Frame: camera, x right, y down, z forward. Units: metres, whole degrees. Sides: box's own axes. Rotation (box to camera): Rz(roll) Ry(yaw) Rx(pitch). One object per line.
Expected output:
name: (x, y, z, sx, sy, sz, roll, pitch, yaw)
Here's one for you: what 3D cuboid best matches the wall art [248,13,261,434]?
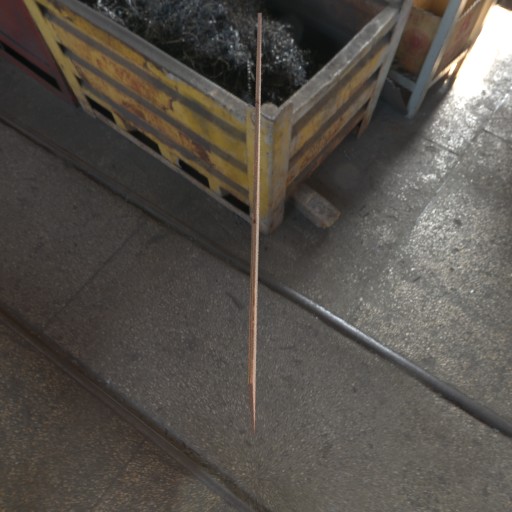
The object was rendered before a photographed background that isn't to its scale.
wall art: (0.000, 0.000, 2.207, 0.014, 1.525, 1.527, 1, 63, 1)
